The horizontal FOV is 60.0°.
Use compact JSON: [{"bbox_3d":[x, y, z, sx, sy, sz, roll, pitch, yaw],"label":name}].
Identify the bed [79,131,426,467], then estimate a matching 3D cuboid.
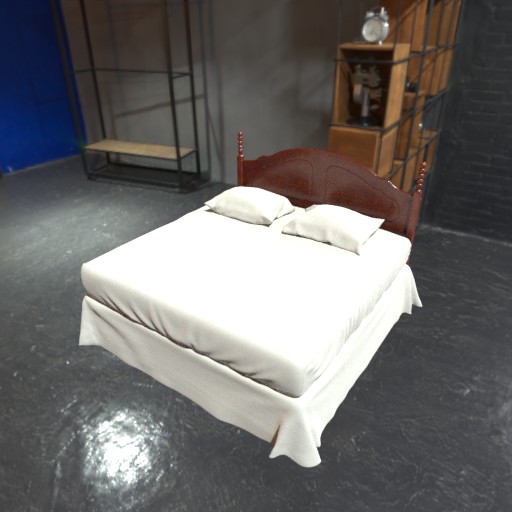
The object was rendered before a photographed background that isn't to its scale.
[{"bbox_3d":[0.000,0.000,3.633,2.322,1.355,2.219,18,34,30],"label":"bed"}]
